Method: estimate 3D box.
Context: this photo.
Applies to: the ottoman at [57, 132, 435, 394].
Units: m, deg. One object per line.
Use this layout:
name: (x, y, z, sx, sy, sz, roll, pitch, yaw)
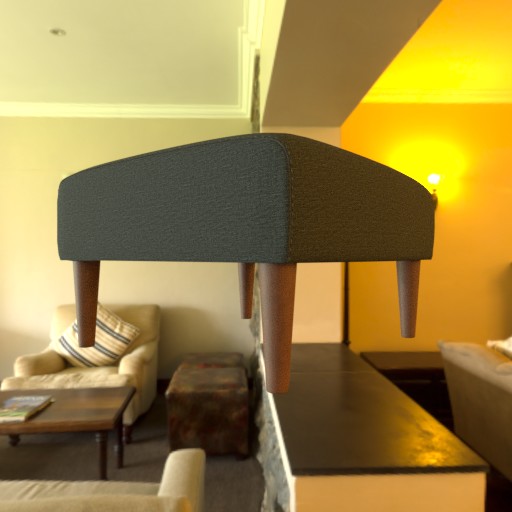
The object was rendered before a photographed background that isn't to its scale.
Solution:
ottoman: (0.000, 0.000, 1.033, 0.649, 0.398, 0.650, 0, 0, 38)
